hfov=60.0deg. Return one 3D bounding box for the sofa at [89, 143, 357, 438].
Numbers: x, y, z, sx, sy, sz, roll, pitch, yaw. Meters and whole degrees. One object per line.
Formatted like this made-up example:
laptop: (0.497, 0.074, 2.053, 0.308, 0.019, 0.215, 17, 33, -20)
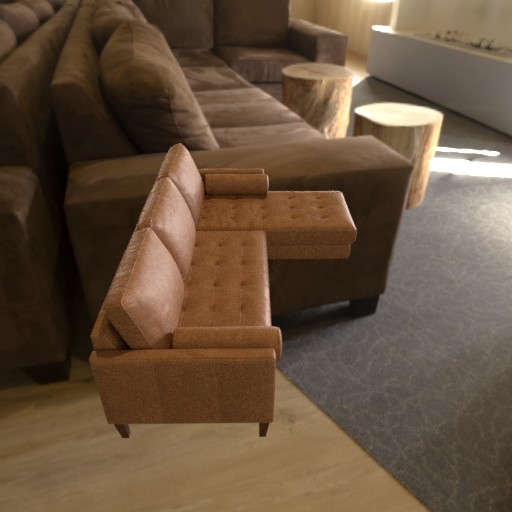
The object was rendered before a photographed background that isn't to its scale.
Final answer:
sofa: (0.000, 0.000, 2.943, 1.506, 0.876, 2.178, 0, 34, -1)
